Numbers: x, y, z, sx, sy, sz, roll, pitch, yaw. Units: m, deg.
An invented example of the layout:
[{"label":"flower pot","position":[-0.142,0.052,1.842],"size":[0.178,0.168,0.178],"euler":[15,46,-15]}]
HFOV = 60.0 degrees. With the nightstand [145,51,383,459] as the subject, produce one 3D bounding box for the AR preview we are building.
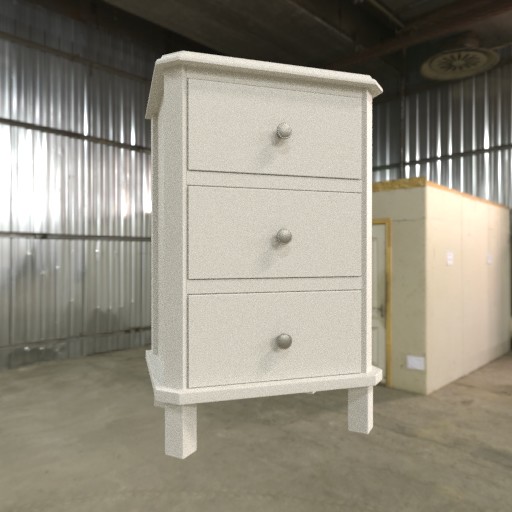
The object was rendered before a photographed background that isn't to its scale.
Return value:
[{"label":"nightstand","position":[0.000,0.000,0.937],"size":[0.435,0.681,0.351],"euler":[0,0,-17]}]
